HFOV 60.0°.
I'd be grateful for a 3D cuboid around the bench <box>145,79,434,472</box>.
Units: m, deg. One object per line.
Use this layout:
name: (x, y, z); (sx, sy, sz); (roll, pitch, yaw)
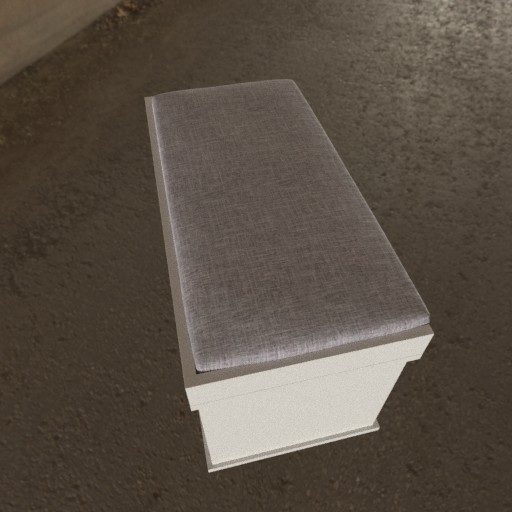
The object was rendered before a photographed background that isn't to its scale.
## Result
bench: (0.000, 0.000, 0.982); (0.362, 0.461, 0.734); (-10, 50, -9)
